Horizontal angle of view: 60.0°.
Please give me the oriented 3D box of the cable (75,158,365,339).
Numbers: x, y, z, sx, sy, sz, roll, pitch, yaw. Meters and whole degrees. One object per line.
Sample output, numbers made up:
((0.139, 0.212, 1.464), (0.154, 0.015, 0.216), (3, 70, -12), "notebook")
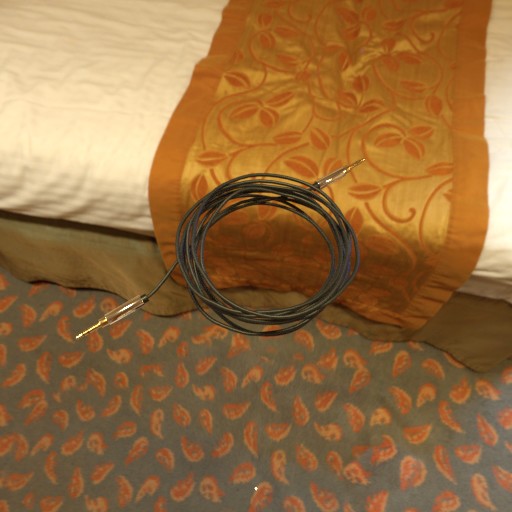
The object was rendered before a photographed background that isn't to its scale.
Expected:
((0.000, 0.000, 0.510), (0.432, 0.069, 0.198), (-31, 66, -15), "cable")
